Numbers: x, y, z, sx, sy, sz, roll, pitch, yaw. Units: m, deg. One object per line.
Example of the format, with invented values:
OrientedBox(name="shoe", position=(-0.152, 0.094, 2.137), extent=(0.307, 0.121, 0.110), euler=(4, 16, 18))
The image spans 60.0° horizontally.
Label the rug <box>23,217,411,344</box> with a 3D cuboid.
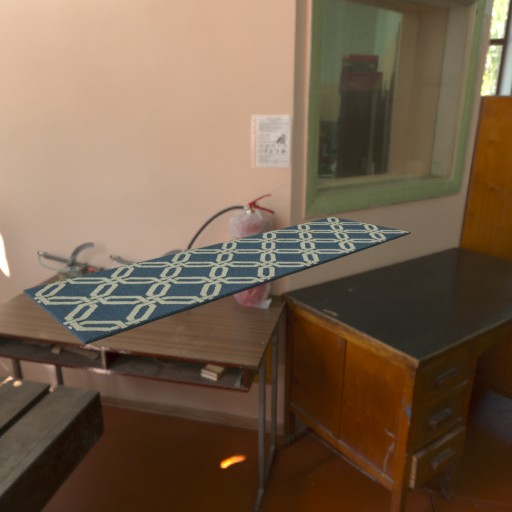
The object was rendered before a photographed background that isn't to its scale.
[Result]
OrientedBox(name="rug", position=(0.000, 0.000, 2.522), extent=(2.276, 0.014, 0.678), euler=(-16, 23, -41))
